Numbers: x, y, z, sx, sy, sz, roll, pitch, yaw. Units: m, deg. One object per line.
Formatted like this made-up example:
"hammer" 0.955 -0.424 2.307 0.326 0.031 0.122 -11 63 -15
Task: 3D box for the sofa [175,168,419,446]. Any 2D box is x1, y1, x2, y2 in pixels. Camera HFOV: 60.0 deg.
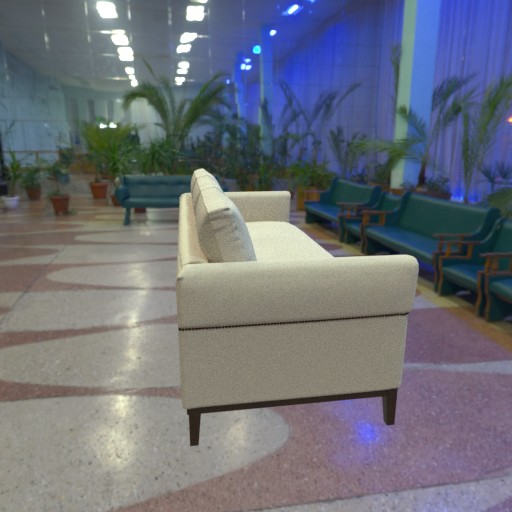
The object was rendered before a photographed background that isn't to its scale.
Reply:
"sofa" 0.000 0.000 2.657 0.902 0.911 2.198 -2 15 -9
